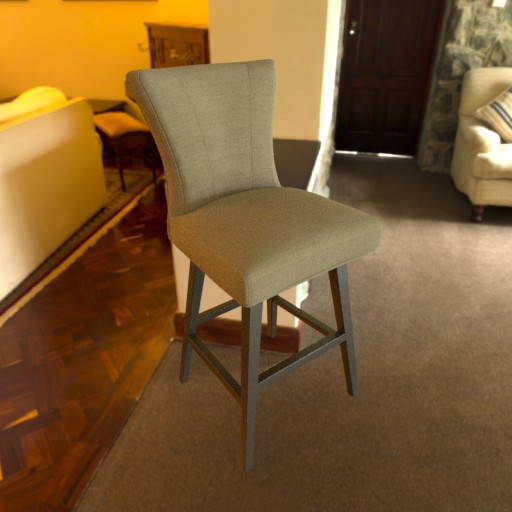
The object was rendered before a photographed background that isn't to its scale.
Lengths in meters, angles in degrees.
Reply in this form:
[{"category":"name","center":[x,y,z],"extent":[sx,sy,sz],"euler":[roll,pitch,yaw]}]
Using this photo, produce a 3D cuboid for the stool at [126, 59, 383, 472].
[{"category":"stool","center":[0.000,0.000,1.404],"extent":[0.514,1.086,0.574],"euler":[-21,35,-32]}]
